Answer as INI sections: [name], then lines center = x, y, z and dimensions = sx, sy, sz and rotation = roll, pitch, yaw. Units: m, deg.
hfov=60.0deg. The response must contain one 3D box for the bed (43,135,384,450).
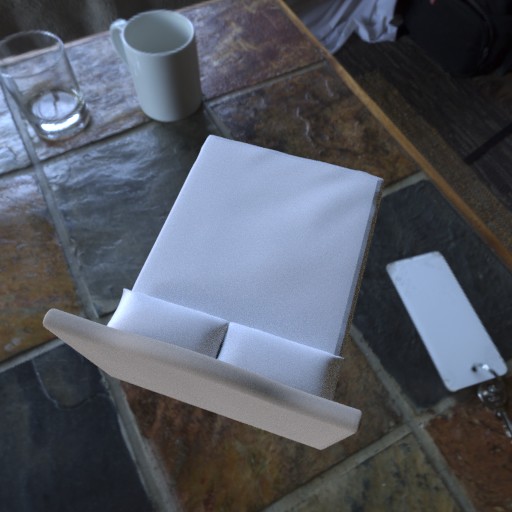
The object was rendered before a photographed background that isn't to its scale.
[bed]
center = 0.000, 0.000, 3.137
dimensions = 1.678, 1.398, 2.052
rotation = 16, 64, 8
